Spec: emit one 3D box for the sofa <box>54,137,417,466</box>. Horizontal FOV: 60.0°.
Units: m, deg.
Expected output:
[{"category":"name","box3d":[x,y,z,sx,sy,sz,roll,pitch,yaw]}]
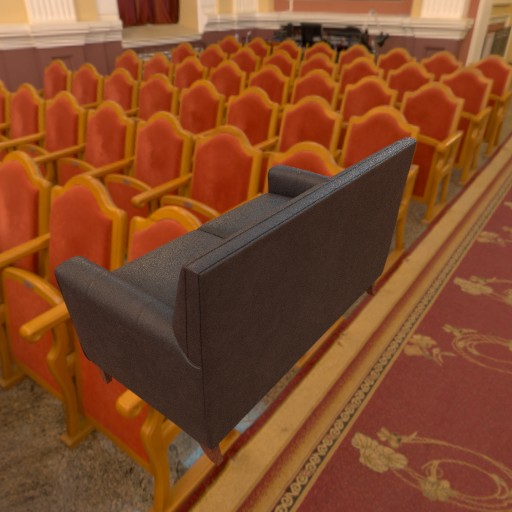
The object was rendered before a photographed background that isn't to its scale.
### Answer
[{"category":"sofa","box3d":[0.000,0.000,1.989,0.787,0.871,1.473,21,36,32]}]
